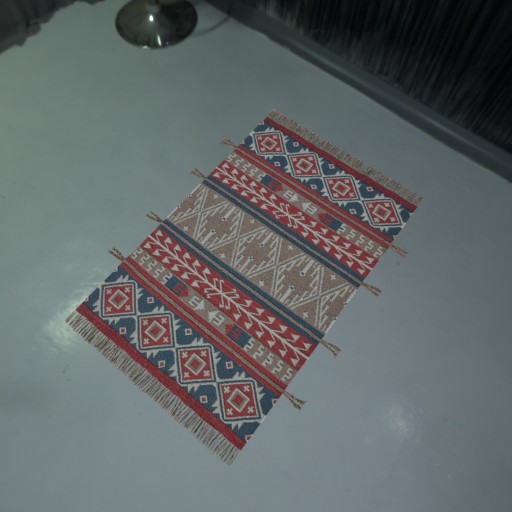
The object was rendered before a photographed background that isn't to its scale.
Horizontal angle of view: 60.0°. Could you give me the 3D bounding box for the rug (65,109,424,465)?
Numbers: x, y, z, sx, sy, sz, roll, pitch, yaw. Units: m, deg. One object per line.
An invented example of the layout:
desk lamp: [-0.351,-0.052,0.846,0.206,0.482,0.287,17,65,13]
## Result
rug: [0.000,0.000,2.704,1.469,0.040,2.025,35,70,15]
